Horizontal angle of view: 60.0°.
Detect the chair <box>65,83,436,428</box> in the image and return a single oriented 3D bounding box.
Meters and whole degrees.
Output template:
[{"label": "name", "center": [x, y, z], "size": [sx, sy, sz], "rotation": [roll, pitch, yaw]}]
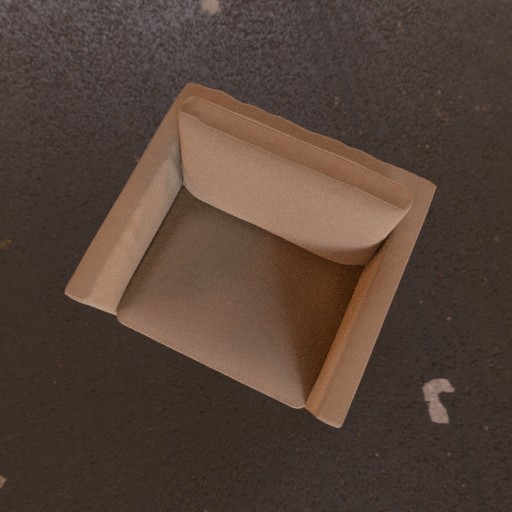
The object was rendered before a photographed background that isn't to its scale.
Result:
[{"label": "chair", "center": [0.000, 0.000, 1.804], "size": [1.057, 0.867, 0.949], "rotation": [25, 77, 6]}]
